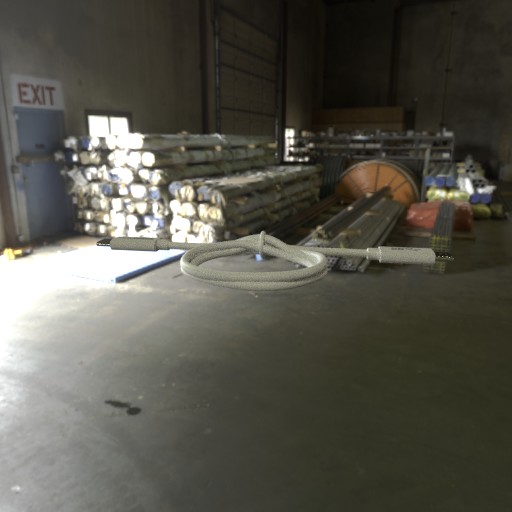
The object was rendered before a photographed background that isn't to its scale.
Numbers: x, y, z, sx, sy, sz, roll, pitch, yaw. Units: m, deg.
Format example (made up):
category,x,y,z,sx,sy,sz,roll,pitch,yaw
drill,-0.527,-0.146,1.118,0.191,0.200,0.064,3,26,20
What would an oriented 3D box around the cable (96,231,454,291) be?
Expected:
category,x,y,z,sx,sy,sz,roll,pitch,yaw
cable,0.000,0.000,0.207,0.186,0.014,0.070,2,15,9
